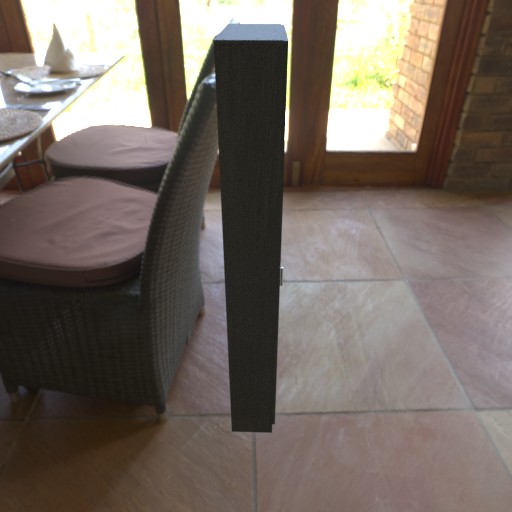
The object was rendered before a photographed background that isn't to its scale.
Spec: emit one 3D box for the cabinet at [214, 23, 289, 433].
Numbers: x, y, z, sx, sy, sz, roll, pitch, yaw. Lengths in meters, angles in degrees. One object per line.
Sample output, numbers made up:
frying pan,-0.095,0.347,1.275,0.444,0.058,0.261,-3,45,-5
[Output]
cabinet,0.000,0.000,1.967,0.230,1.790,0.500,1,32,1
